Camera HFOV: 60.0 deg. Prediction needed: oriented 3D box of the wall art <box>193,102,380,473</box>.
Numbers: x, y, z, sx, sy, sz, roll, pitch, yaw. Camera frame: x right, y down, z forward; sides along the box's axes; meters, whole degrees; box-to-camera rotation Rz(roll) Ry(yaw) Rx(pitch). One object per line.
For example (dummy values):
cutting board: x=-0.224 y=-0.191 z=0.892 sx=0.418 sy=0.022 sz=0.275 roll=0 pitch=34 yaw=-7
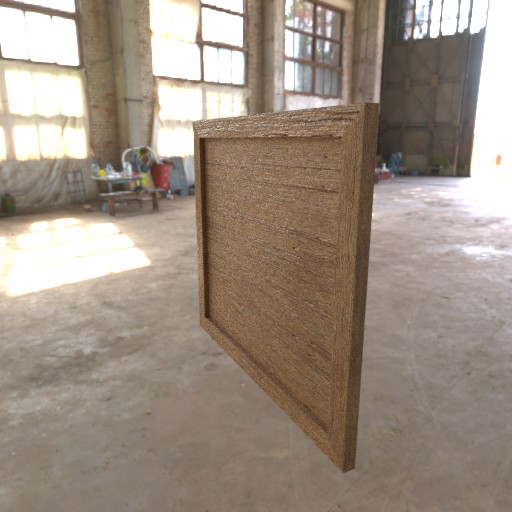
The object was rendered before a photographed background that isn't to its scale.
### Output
wall art: x=0.000 y=0.000 z=0.969 sx=0.026 sy=0.588 sz=0.690 roll=-7 pitch=16 yaw=-26
